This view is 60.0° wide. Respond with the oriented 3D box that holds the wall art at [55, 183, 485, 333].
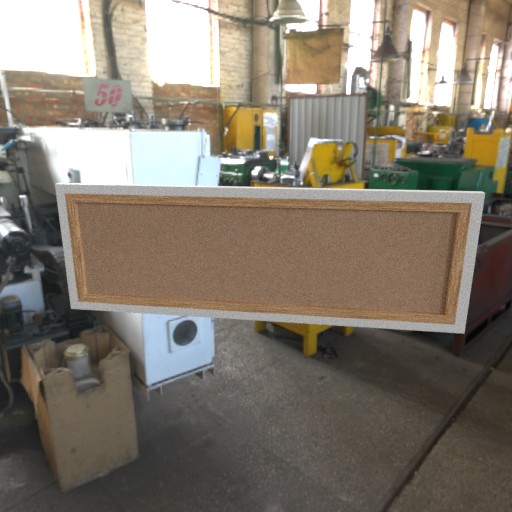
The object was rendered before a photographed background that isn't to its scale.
[{"bbox_3d":[0.000,0.000,1.645,1.520,0.507,0.039,2,17,8],"label":"wall art"}]
